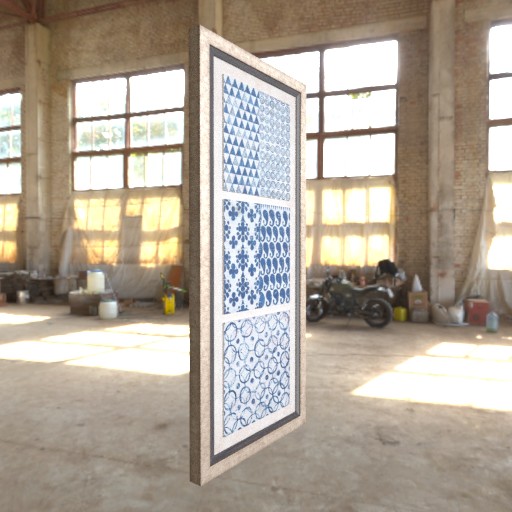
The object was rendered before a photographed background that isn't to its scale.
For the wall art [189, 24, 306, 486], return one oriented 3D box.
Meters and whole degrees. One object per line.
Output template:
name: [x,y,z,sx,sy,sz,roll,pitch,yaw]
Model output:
wall art: [0.000,0.000,1.673,0.051,1.461,0.648,1,1,37]
